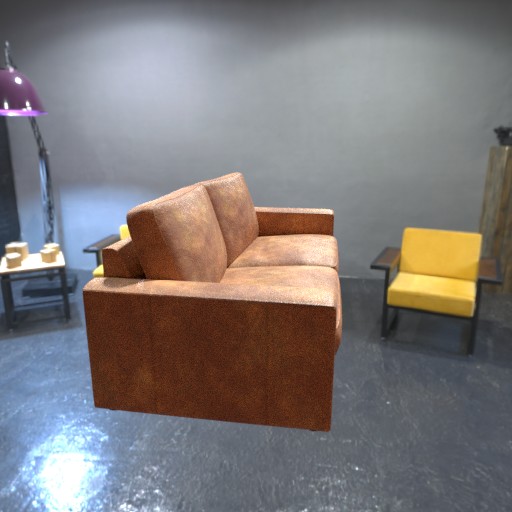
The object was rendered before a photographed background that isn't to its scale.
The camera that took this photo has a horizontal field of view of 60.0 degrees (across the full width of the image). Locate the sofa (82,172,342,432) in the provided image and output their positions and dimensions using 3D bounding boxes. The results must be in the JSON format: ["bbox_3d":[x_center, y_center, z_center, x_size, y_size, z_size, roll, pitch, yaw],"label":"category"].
[{"bbox_3d":[0.000,0.000,2.700,1.016,0.873,2.179,2,15,9],"label":"sofa"}]
